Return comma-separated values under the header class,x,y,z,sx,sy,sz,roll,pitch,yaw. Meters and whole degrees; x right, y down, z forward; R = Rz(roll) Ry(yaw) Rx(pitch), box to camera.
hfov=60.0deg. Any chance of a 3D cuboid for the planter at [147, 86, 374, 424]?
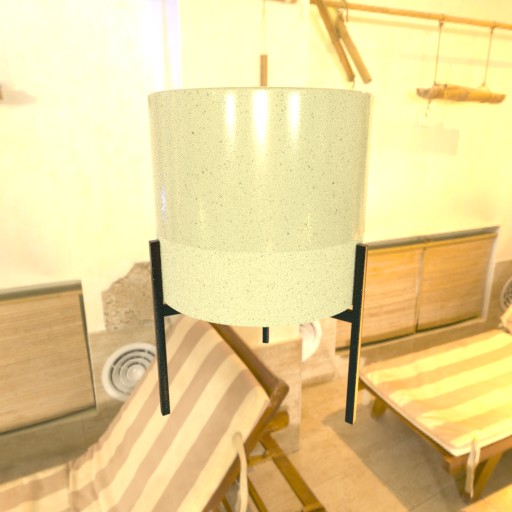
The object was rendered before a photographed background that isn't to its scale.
class,x,y,z,sx,sy,sz,roll,pitch,yaw
planter,0.000,0.000,0.336,0.159,0.230,0.152,-8,18,-25
